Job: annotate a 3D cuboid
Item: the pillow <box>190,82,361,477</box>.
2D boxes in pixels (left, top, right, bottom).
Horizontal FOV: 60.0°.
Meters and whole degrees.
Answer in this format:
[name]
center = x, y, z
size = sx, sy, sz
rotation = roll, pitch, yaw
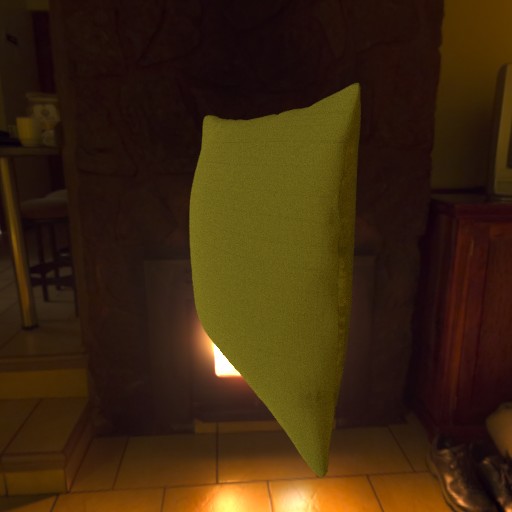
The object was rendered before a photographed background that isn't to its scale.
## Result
[pillow]
center = 0.000, 0.000, 0.706
size = 0.175, 0.464, 0.470
rotation = -6, 15, -24
